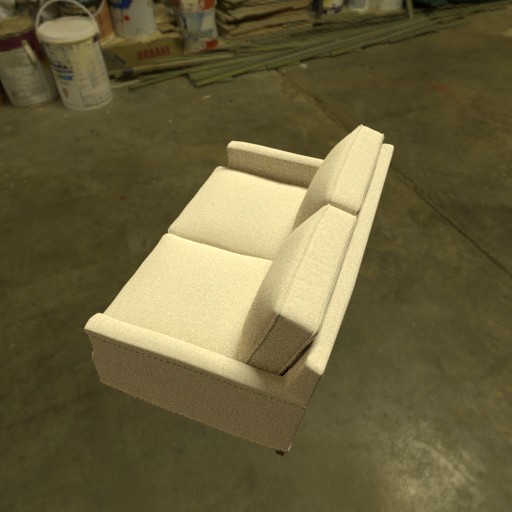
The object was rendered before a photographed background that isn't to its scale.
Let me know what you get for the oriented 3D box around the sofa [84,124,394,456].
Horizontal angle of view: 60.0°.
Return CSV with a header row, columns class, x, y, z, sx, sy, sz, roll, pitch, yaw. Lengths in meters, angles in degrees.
class,x,y,z,sx,sy,sz,roll,pitch,yaw
sofa,0.000,0.000,2.345,1.084,1.003,1.597,16,48,15
